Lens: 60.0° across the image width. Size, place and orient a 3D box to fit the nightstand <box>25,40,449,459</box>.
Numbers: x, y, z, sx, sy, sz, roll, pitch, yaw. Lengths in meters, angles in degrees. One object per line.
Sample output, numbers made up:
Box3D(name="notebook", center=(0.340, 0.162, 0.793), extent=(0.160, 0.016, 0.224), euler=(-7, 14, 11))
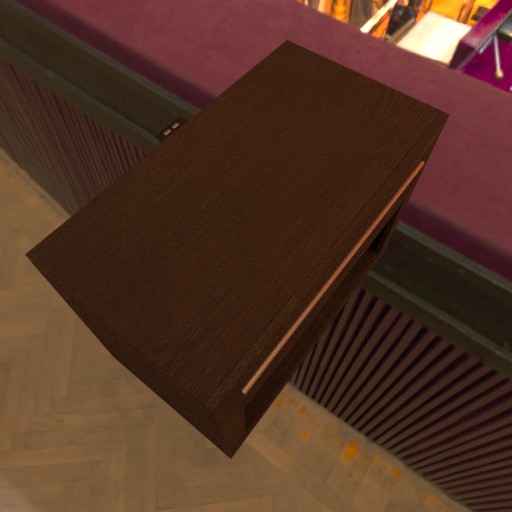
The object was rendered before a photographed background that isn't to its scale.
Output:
Box3D(name="nightstand", center=(0.000, 0.000, 1.120), extent=(0.457, 0.612, 0.775), euler=(34, 65, 18))
